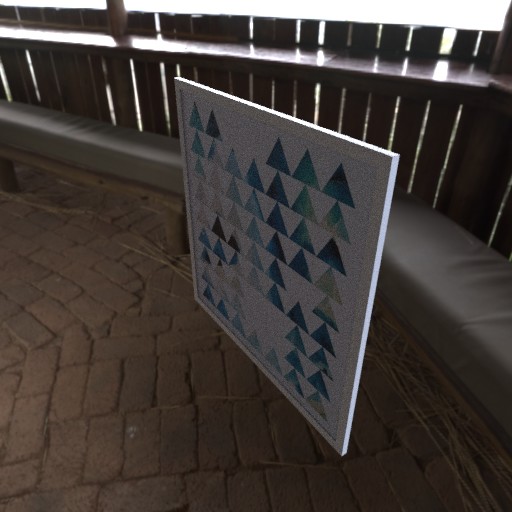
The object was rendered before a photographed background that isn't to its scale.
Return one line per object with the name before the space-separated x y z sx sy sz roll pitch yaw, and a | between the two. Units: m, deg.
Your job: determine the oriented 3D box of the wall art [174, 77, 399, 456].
wall art | 0.000 0.000 0.844 0.012 0.557 0.557 -20 38 -29
